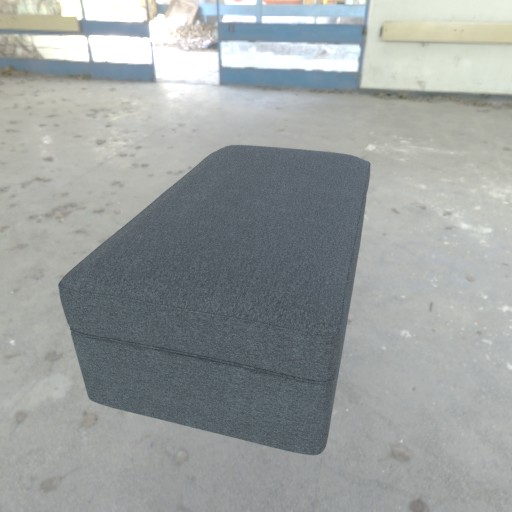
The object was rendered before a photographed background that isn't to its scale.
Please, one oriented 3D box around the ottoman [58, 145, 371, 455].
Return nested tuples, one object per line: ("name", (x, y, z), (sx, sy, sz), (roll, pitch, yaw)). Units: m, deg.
("ottoman", (0.000, 0.000, 1.544), (0.681, 0.494, 1.173), (8, 31, 14))
